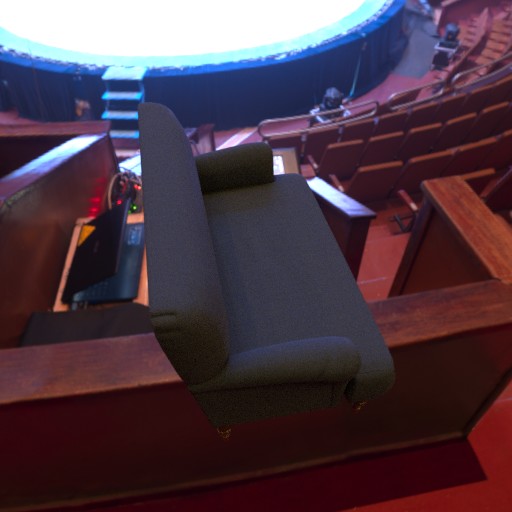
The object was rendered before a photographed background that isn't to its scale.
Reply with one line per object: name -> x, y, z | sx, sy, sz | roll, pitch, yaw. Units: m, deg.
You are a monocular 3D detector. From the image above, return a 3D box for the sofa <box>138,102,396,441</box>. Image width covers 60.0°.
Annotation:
sofa -> 0.000, 0.000, 1.834 | 0.779, 0.889, 1.297 | -9, 47, -8
